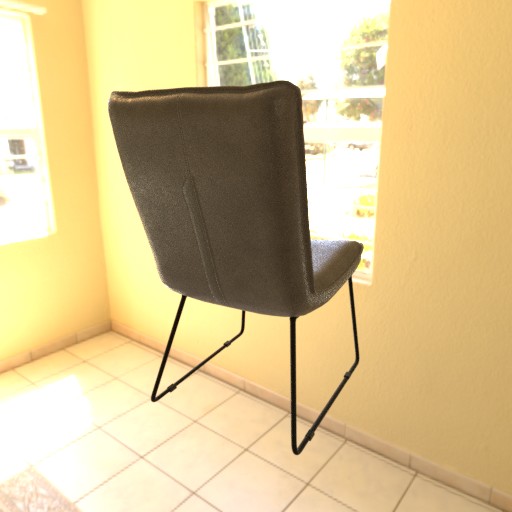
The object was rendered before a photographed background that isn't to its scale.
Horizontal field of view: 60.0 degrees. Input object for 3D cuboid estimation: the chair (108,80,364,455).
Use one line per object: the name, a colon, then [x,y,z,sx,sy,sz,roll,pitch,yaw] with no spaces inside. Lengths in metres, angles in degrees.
chair: [0.000,0.000,1.354,0.515,0.932,0.688,9,18,27]
